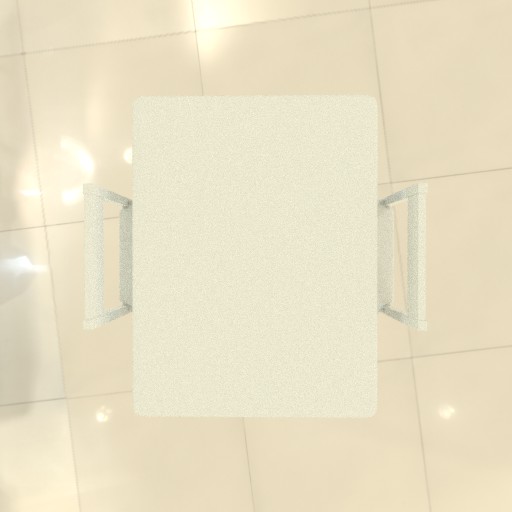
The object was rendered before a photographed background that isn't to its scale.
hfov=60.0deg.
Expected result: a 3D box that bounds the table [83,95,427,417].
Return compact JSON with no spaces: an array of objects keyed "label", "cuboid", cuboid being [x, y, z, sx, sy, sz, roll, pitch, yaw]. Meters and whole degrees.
[{"label":"table","cuboid":[0.000,0.000,1.110,0.672,0.503,0.650,0,90,1]}]
